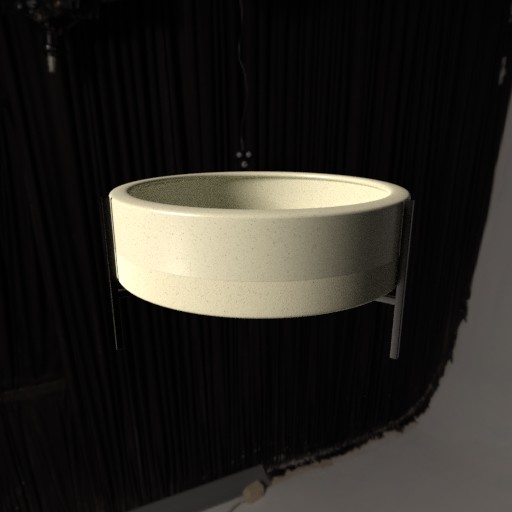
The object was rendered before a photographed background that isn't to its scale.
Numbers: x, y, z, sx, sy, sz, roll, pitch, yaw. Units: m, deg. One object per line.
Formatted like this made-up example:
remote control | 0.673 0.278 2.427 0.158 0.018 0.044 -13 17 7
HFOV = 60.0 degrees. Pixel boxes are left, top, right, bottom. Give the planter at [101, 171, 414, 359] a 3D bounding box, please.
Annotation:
planter | 0.000 0.000 0.539 0.345 0.171 0.336 -8 18 -25
